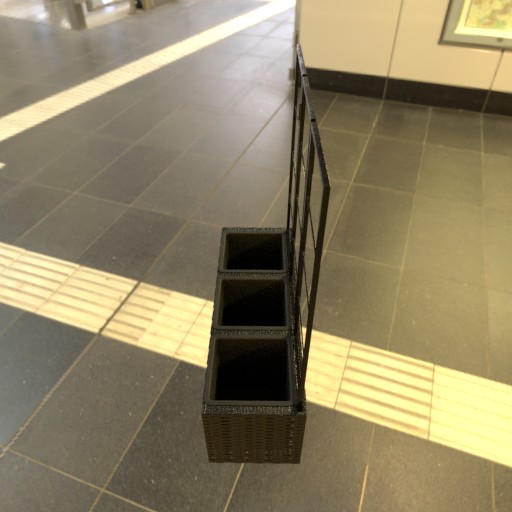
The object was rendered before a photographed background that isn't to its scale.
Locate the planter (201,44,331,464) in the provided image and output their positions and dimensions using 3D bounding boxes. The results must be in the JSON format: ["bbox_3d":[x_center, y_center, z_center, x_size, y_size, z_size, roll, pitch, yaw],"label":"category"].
[{"bbox_3d":[0.000,0.000,1.149,0.244,0.841,0.698,0,41,1],"label":"planter"}]
